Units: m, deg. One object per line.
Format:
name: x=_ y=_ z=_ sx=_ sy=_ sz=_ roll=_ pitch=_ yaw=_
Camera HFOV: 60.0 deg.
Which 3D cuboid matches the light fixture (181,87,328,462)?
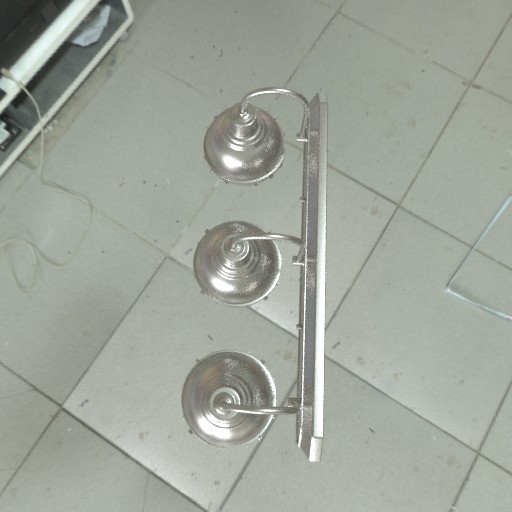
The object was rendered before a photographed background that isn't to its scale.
light fixture: x=0.000 y=0.000 z=0.750 sx=0.229 sy=0.254 sz=0.634 roll=3 pitch=76 yaw=1
